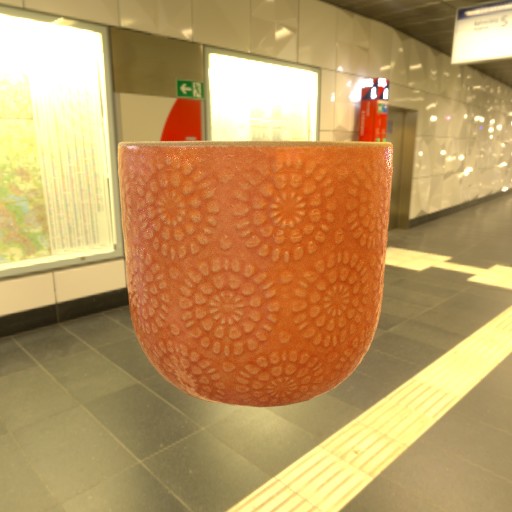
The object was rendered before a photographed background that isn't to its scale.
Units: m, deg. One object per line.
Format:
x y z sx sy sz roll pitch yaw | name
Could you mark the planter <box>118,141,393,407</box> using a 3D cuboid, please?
0.000 0.000 0.293 0.170 0.152 0.170 0 13 0 | planter
